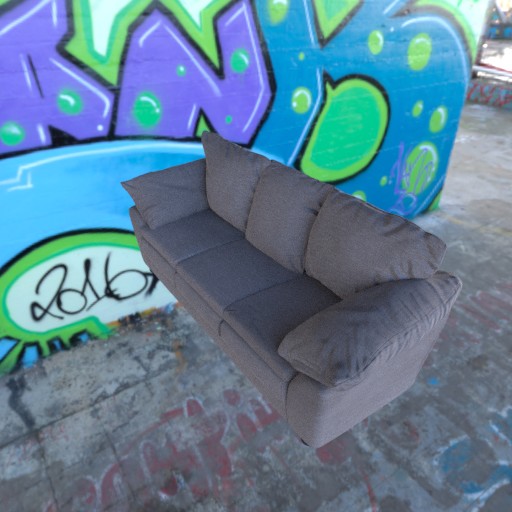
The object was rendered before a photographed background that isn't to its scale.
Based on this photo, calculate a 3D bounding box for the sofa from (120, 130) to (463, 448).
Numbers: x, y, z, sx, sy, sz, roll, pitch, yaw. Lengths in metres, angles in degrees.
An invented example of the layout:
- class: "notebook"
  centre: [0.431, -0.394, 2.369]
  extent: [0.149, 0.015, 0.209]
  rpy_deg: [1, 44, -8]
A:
- class: "sofa"
  centre: [0.000, 0.000, 2.812]
  extent: [0.927, 1.043, 2.390]
  rpy_deg: [-20, 36, -29]
